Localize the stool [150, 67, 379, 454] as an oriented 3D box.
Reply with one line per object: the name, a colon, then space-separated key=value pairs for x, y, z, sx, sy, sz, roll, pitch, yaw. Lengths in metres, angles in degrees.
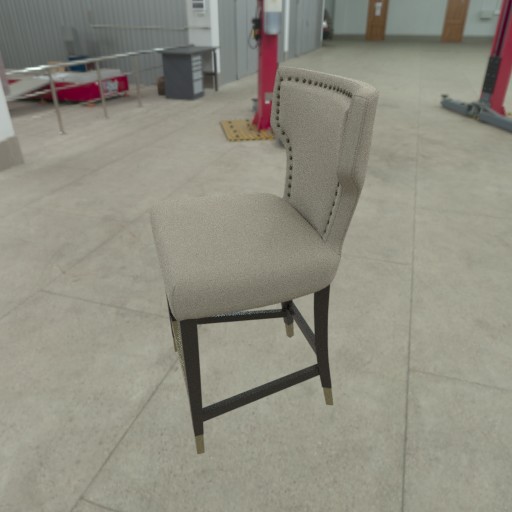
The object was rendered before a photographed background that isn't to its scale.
stool: x=0.000 y=0.000 z=1.315 sx=0.563 sy=0.982 sz=0.527 roll=-9 pitch=30 yaw=-15
